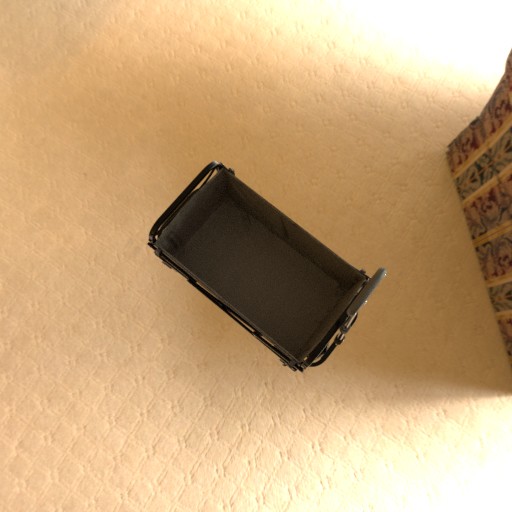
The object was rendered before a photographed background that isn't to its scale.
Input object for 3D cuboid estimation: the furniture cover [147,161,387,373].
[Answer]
[{"bbox_3d":[0.000,0.000,1.806,1.038,1.295,0.532,39,80,8],"label":"furniture cover"}]
